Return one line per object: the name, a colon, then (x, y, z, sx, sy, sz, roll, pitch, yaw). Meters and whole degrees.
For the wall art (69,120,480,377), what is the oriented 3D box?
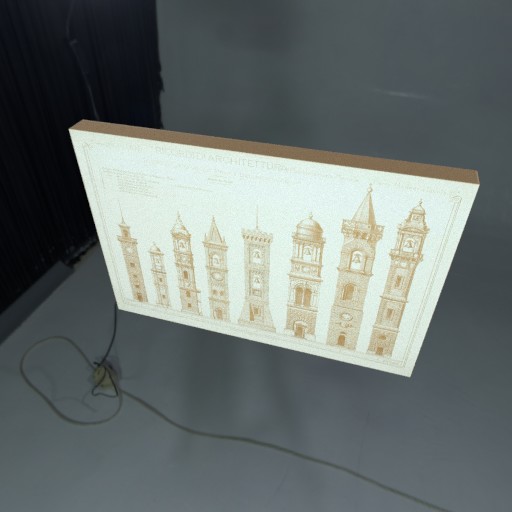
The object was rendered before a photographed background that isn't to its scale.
wall art: (0.000, 0.000, 0.778, 0.609, 0.407, 0.039, 11, 40, 13)
